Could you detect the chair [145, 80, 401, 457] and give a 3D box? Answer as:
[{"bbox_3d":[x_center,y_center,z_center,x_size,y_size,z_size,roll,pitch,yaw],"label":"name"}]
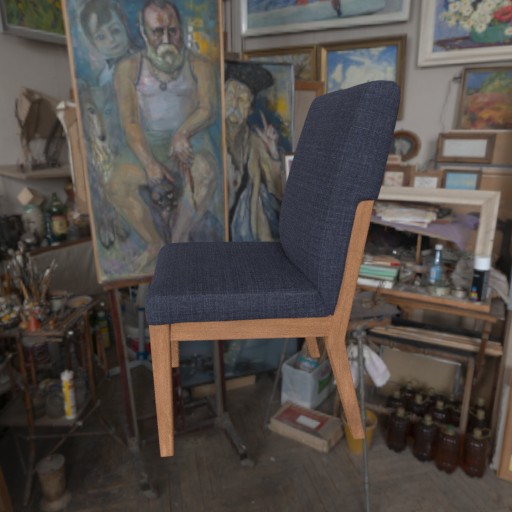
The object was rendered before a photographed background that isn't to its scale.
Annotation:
[{"bbox_3d":[0.000,0.000,1.266,0.586,0.911,0.507,-2,16,-7],"label":"chair"}]
